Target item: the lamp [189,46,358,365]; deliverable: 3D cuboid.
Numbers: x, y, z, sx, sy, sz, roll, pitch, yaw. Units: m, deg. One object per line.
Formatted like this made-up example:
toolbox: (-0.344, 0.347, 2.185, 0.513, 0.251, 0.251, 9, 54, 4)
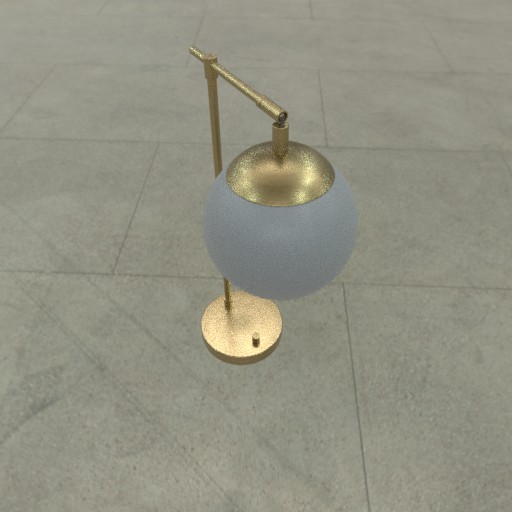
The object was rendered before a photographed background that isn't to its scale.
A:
lamp: (0.000, 0.000, 0.714, 0.207, 0.559, 0.324, -25, 52, -22)
